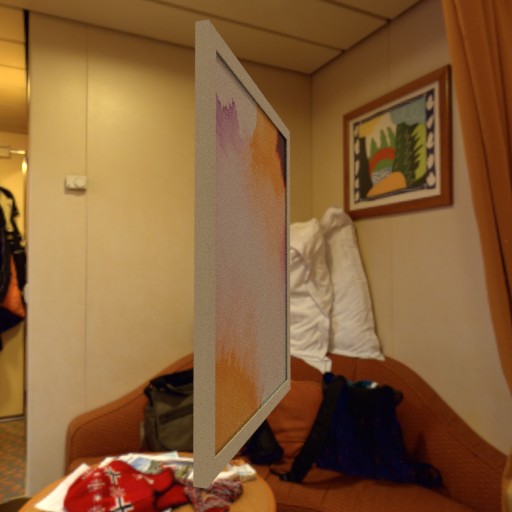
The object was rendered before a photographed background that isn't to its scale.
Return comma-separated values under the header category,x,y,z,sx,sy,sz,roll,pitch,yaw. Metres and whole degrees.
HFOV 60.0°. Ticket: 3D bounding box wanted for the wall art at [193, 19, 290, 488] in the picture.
category,x,y,z,sx,sy,sz,roll,pitch,yaw
wall art,0.000,0.000,1.086,0.026,0.811,0.661,-1,-2,17
